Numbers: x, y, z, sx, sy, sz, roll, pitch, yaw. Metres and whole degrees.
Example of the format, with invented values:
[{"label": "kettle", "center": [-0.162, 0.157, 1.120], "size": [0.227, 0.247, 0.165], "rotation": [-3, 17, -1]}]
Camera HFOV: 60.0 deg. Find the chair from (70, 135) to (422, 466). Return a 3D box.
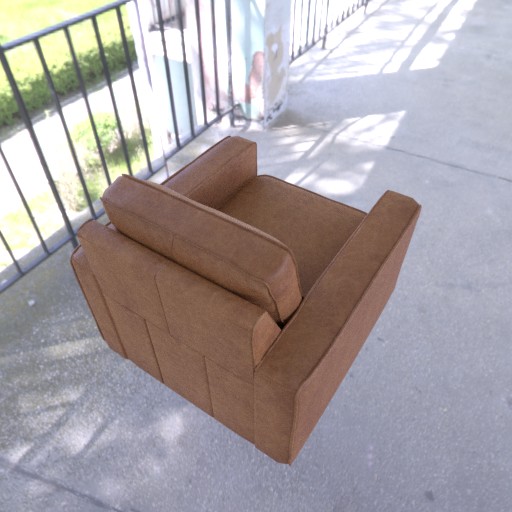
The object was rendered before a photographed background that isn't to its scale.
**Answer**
[{"label": "chair", "center": [0.000, 0.000, 1.737], "size": [0.987, 0.901, 1.027], "rotation": [23, 50, 21]}]
